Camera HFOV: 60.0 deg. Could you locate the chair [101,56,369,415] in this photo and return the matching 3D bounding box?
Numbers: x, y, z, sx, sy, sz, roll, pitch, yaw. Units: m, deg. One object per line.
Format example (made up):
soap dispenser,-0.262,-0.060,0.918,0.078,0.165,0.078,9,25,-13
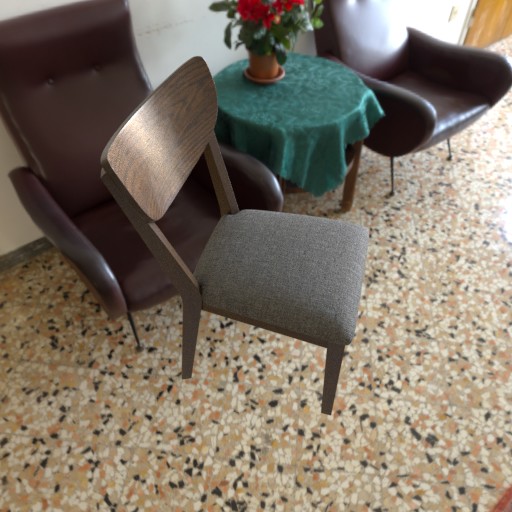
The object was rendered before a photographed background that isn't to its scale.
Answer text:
chair,0.000,0.000,1.212,0.583,0.849,0.491,12,48,11
